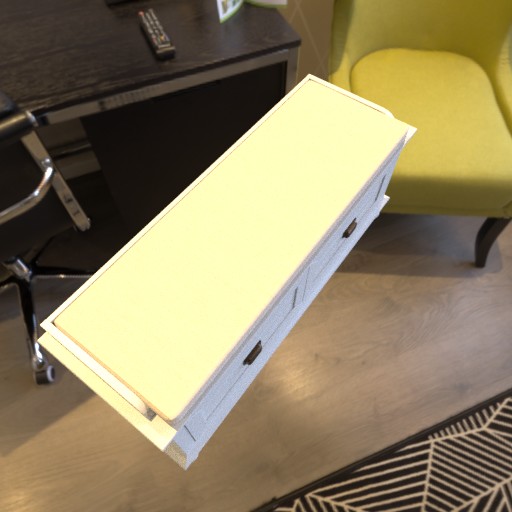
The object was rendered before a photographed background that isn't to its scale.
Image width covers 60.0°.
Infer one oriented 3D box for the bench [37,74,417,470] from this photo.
[{"bbox_3d":[0.000,0.000,1.393,0.402,0.486,1.185,32,64,18],"label":"bench"}]
